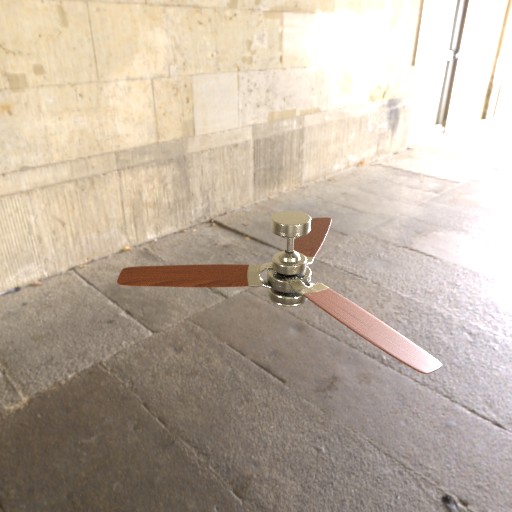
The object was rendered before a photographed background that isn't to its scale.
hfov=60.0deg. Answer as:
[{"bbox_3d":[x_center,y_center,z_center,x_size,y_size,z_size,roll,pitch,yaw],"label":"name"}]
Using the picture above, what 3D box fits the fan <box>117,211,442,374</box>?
[{"bbox_3d":[0.000,0.000,2.053,1.271,0.410,1.416,0,27,0],"label":"fan"}]
